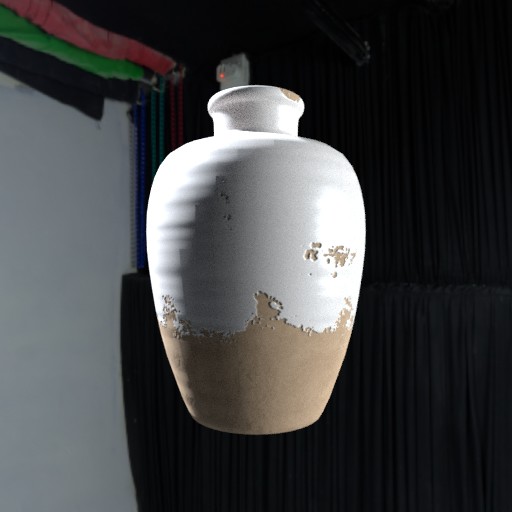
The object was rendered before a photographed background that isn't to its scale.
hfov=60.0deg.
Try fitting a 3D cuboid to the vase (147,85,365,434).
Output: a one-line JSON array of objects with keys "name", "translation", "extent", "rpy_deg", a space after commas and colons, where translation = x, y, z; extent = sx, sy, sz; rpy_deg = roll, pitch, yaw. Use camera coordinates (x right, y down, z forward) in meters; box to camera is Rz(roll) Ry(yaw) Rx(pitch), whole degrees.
[{"name": "vase", "translation": [0.000, 0.000, 0.329], "extent": [0.158, 0.228, 0.158], "rpy_deg": [0, -1, 0]}]
